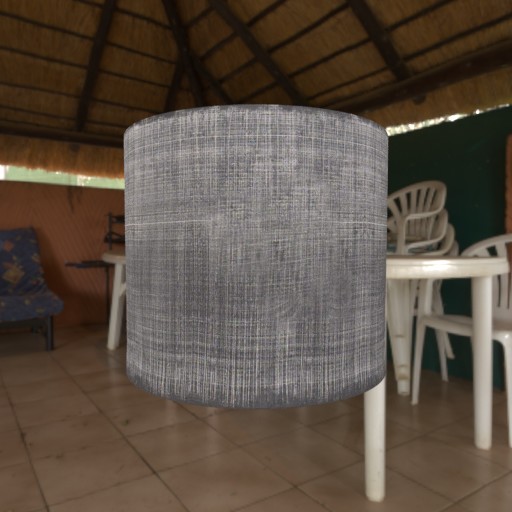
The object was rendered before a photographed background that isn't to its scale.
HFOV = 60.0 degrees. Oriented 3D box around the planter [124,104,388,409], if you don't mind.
[{"bbox_3d":[0.000,0.000,0.313,0.178,0.157,0.178,0,1,0],"label":"planter"}]
